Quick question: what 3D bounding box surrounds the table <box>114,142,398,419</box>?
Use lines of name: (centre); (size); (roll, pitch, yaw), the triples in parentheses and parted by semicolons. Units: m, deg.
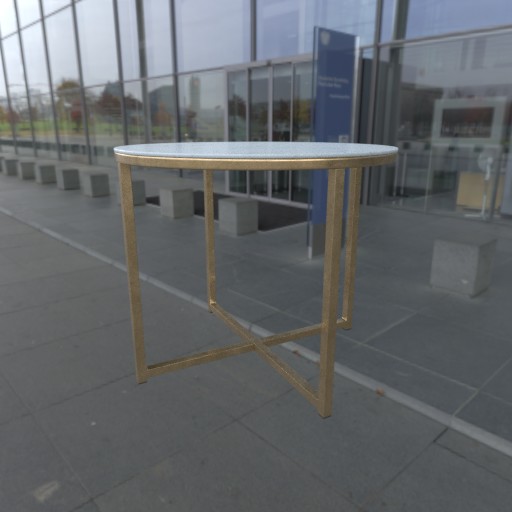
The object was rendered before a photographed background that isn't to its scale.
table: (0.000, 0.000, 0.873); (0.500, 0.420, 0.500); (0, 16, 0)
